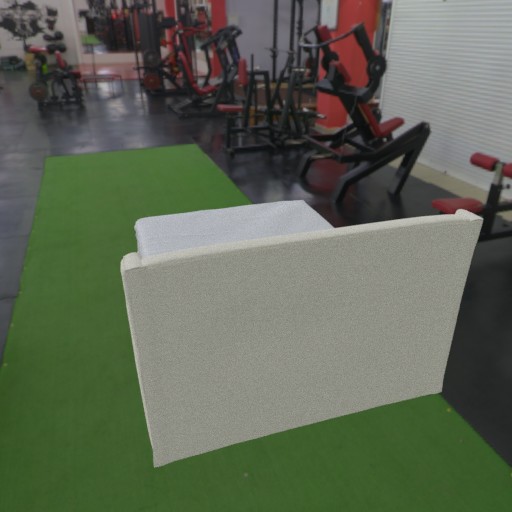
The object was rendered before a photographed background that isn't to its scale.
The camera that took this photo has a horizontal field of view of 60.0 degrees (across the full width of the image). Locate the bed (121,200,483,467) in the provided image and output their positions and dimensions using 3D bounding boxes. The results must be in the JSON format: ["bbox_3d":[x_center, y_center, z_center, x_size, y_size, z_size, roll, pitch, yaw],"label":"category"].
[{"bbox_3d":[0.000,0.000,3.397,1.925,1.332,2.276,-8,29,-15],"label":"bed"}]
